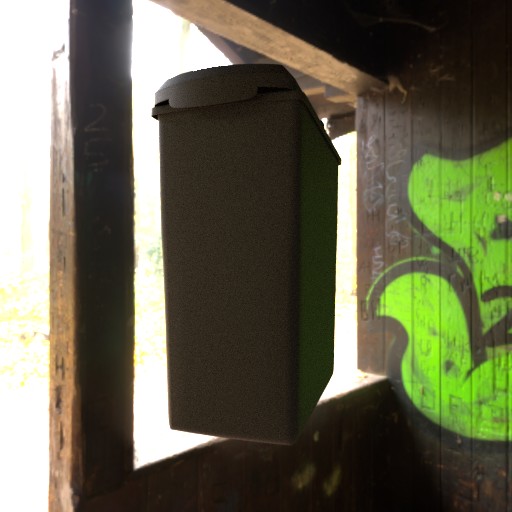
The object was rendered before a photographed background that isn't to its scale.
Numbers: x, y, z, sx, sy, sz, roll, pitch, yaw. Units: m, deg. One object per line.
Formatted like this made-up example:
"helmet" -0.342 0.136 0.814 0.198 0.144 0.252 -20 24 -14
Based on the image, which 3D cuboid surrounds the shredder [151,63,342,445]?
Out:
"shredder" 0.000 0.000 0.526 0.170 0.335 0.320 0 0 18
